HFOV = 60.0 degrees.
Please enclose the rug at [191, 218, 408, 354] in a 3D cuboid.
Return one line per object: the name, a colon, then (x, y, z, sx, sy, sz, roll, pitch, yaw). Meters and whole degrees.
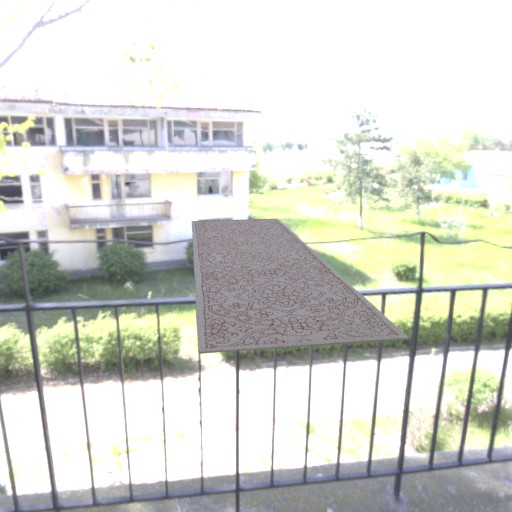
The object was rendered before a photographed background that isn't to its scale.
rug: (0.000, 0.000, 2.733, 0.769, 0.012, 2.448, -2, 15, -8)
